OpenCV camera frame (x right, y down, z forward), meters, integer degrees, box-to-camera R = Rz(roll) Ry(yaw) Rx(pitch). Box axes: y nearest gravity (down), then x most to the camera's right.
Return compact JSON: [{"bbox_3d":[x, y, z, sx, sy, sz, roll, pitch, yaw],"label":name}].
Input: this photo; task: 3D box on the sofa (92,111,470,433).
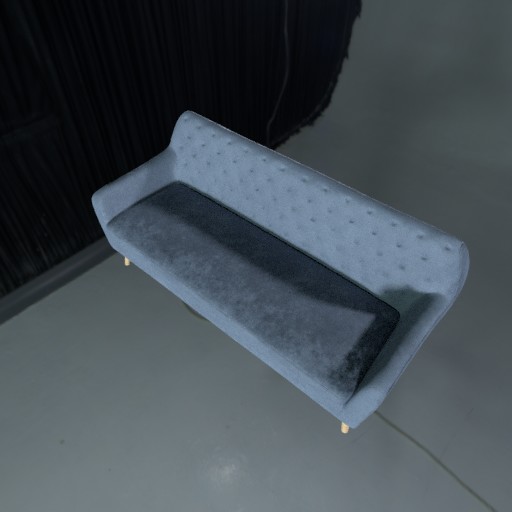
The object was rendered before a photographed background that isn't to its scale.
[{"bbox_3d":[0.000,0.000,2.490,1.975,0.832,0.841,32,55,26],"label":"sofa"}]
